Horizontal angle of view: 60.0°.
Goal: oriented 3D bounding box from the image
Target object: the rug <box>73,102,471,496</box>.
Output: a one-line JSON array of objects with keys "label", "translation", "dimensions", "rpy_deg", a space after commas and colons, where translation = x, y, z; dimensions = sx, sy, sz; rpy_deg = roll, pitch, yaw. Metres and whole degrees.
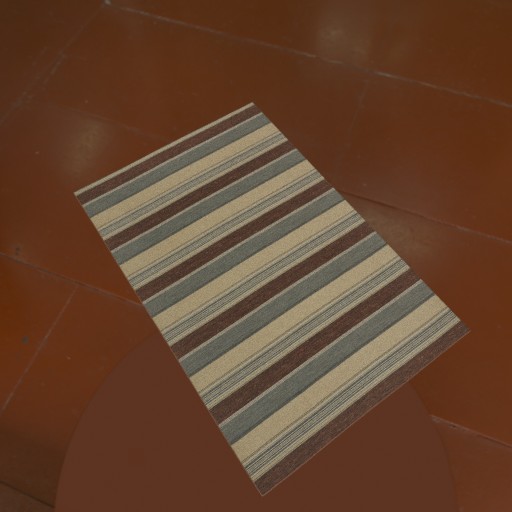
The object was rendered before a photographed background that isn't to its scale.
[{"label": "rug", "translation": [0.000, 0.000, 2.296], "dimensions": [1.219, 0.008, 1.829], "rpy_deg": [-32, 67, -15]}]
